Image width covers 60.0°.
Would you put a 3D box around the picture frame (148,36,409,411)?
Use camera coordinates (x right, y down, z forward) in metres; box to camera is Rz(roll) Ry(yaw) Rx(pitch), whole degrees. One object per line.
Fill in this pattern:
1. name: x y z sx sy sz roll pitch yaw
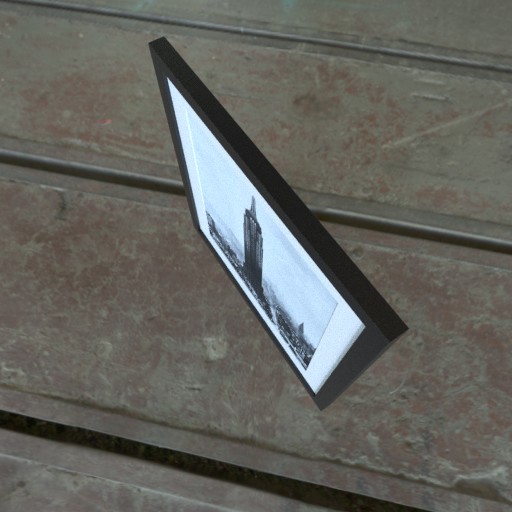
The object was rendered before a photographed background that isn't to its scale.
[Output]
1. picture frame: 0.000 0.000 0.827 0.029 0.557 0.559 -30 67 -14
